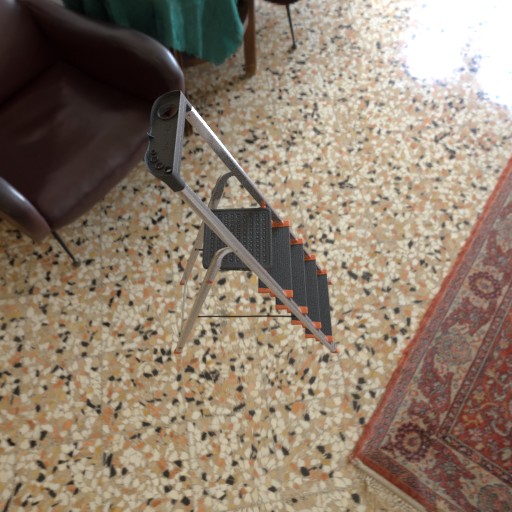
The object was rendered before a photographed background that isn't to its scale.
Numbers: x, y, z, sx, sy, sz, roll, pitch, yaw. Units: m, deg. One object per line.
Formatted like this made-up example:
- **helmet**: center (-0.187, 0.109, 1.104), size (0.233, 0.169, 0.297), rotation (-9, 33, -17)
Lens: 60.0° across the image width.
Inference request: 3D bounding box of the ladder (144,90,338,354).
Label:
- **ladder**: center (0.000, 0.000, 2.062), size (0.995, 1.646, 0.480), rotation (0, 63, 0)
